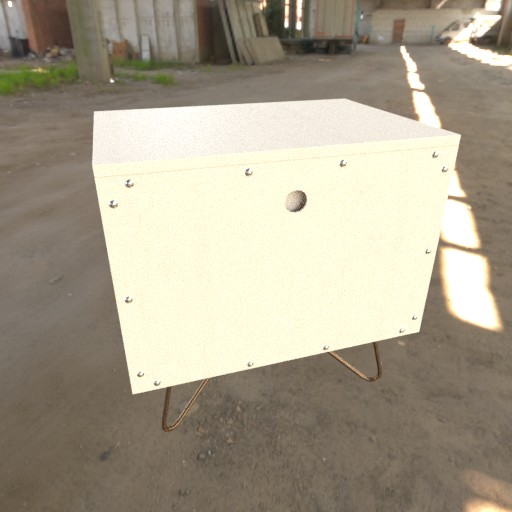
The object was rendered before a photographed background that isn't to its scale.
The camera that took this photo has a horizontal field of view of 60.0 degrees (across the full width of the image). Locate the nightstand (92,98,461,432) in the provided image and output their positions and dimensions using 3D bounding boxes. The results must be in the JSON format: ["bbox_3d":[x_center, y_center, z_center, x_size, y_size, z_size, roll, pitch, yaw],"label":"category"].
[{"bbox_3d":[0.000,0.000,1.020,0.614,0.604,0.447,-8,29,-15],"label":"nightstand"}]
